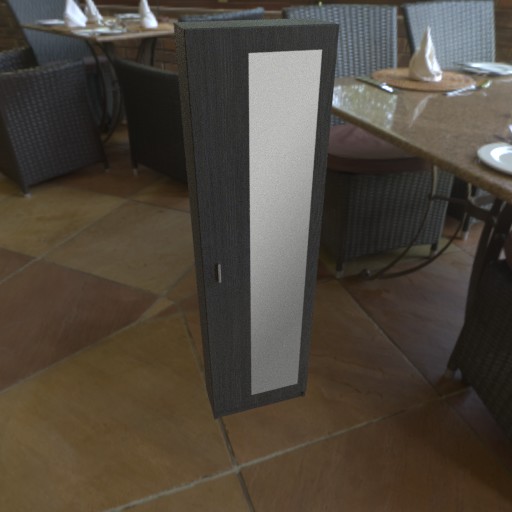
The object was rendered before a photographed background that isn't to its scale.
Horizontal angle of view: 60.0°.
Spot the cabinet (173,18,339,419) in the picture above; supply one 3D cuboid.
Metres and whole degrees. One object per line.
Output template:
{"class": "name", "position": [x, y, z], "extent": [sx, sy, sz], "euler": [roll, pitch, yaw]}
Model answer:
{"class": "cabinet", "position": [0.000, 0.000, 1.919], "extent": [0.500, 1.790, 0.230], "euler": [-10, 34, -14]}
